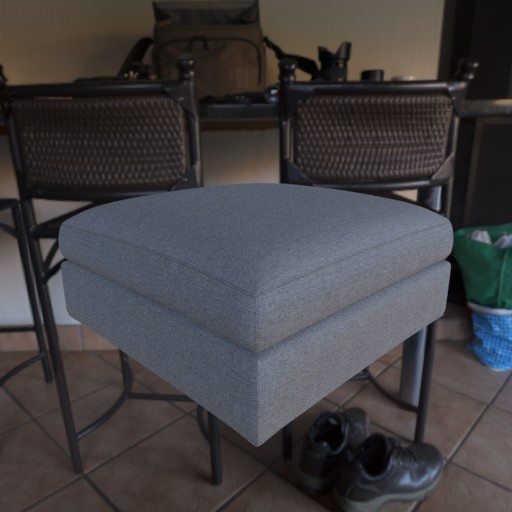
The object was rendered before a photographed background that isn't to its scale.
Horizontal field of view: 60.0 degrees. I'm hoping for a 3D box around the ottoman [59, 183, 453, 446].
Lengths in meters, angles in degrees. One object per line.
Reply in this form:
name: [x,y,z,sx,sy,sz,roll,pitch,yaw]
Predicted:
ottoman: [0.000,0.000,1.616,1.041,0.470,1.041,16,23,43]
